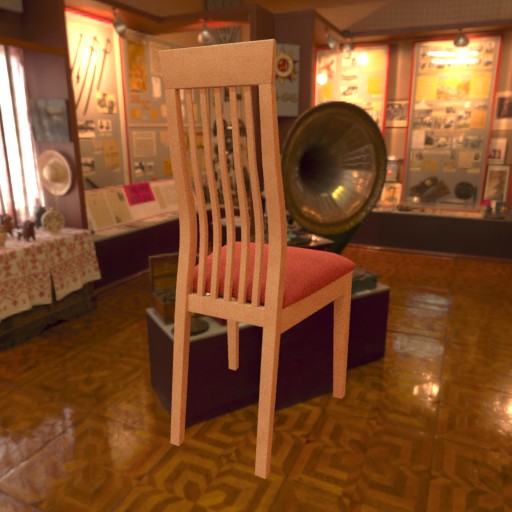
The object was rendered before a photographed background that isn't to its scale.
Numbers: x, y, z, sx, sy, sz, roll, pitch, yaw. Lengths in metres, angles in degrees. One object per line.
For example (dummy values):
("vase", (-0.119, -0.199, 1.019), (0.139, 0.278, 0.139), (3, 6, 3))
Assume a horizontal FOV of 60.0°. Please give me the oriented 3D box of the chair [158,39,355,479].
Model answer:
("chair", (0.000, 0.000, 1.251), (0.460, 1.027, 0.474), (8, 17, 26))
